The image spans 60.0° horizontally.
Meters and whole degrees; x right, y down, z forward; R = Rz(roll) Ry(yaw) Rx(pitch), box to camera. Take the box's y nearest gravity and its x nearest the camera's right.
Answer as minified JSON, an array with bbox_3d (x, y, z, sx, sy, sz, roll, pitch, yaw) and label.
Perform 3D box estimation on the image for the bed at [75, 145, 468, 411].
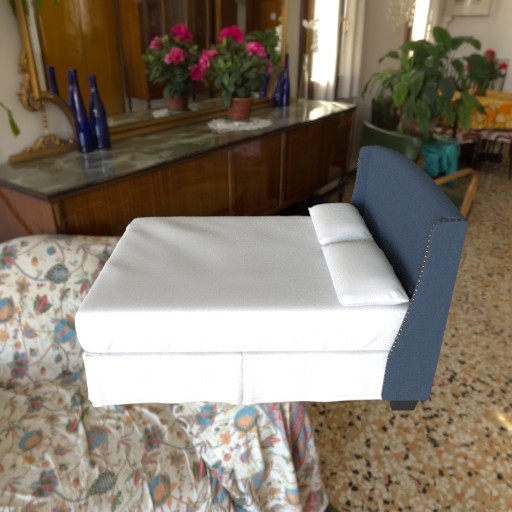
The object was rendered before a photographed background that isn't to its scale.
[{"bbox_3d":[0.000,0.000,3.303,2.237,1.407,1.710,0,27,-1],"label":"bed"}]
